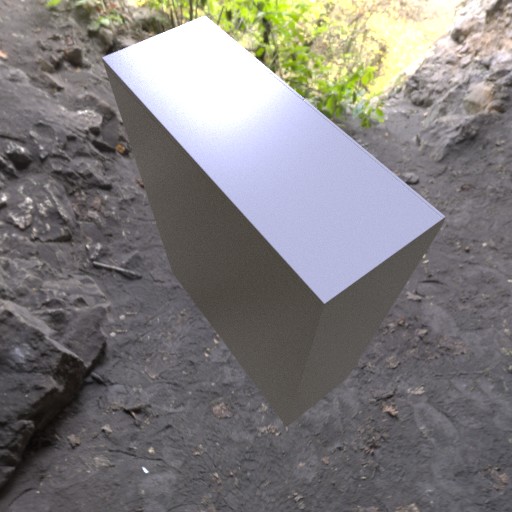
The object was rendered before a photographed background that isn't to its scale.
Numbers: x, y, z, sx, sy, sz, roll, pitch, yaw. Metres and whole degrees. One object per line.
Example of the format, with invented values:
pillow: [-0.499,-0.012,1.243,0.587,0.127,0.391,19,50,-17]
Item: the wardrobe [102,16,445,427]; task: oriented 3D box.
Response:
wardrobe: [0.000,0.000,1.563,0.360,1.200,0.900,-32,64,-18]
